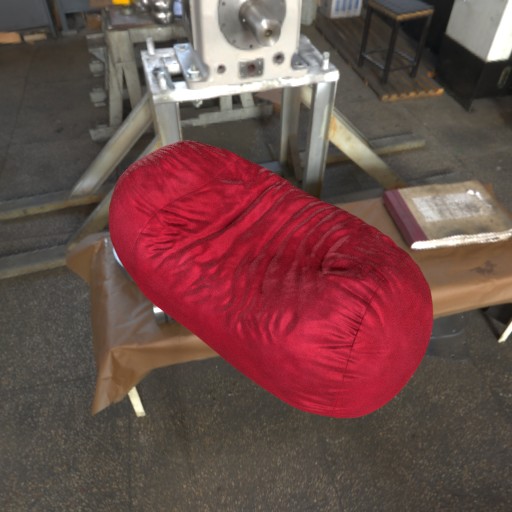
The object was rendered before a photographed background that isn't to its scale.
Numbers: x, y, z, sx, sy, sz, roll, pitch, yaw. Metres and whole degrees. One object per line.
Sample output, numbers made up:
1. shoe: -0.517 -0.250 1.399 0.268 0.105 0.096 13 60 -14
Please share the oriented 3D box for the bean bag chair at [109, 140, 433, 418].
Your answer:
1. bean bag chair: 0.000 0.000 2.836 2.293 0.867 1.216 33 54 28
